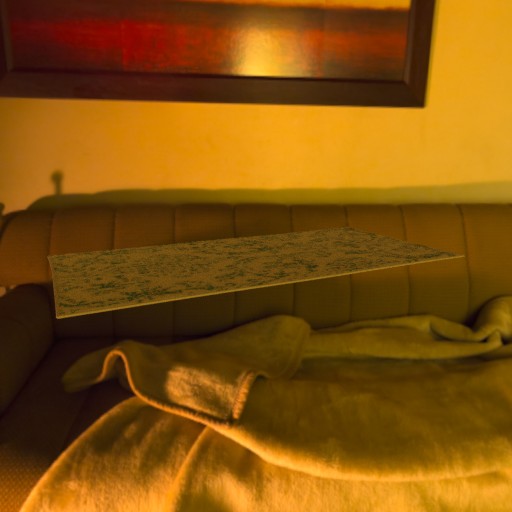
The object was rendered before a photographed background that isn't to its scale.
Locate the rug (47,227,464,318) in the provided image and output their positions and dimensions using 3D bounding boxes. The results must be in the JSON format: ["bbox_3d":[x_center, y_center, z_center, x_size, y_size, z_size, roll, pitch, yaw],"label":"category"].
[{"bbox_3d":[0.000,0.000,1.440,1.220,0.007,0.605,-7,15,-26],"label":"rug"}]
